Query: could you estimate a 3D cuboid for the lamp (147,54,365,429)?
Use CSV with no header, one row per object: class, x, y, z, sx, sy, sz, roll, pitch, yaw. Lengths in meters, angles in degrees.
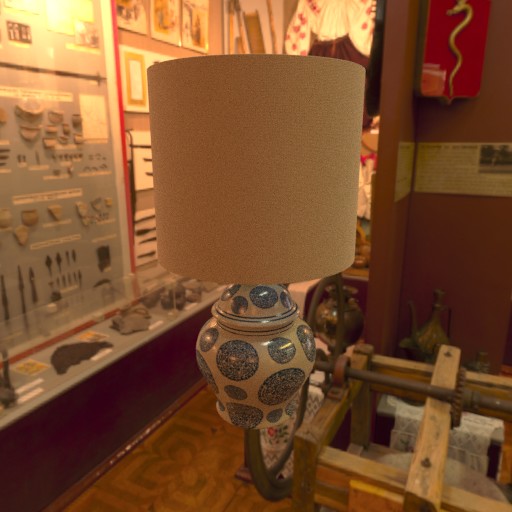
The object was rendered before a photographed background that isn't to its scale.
lamp,0.000,0.000,0.495,0.215,0.381,0.215,8,17,27
